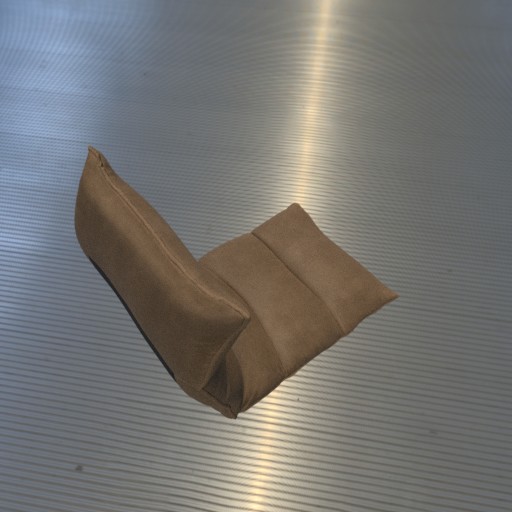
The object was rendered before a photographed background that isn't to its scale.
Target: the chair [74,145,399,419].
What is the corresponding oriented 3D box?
[{"bbox_3d":[0.000,0.000,1.590,0.985,0.892,0.714,-32,62,-19],"label":"chair"}]
